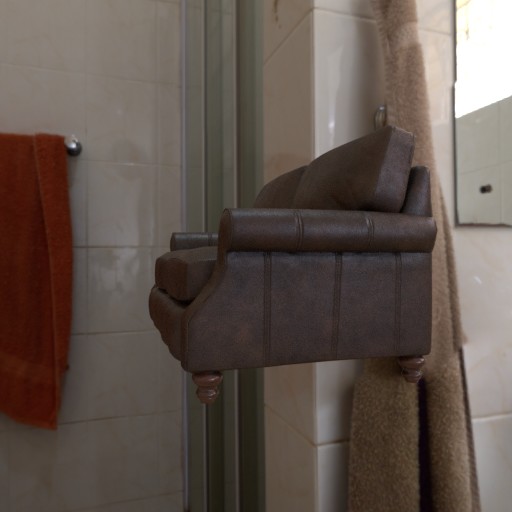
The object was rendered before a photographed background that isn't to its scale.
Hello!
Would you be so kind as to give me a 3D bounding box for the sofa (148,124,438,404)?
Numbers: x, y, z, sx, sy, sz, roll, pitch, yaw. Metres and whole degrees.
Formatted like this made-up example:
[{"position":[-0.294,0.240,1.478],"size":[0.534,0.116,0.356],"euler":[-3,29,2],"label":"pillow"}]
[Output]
[{"position":[0.000,0.000,2.230],"size":[0.990,0.976,1.616],"euler":[0,0,-17],"label":"sofa"}]
